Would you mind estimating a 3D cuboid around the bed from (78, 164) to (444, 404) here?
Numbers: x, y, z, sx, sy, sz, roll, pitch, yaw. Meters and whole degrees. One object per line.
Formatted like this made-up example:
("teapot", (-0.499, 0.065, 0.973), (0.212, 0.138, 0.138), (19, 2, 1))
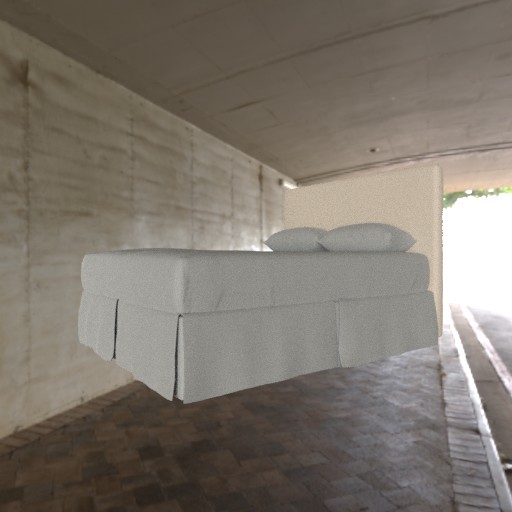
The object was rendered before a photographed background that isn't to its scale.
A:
("bed", (0.000, 0.000, 3.238), (2.142, 1.330, 1.748), (0, 1, -36))
